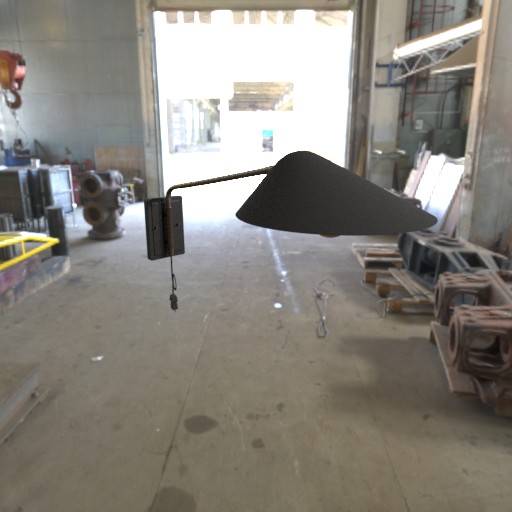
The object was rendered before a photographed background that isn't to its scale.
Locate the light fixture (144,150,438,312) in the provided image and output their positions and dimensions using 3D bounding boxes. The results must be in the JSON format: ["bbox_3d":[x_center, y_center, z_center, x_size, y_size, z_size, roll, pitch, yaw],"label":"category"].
[{"bbox_3d":[0.000,0.000,0.663,0.240,0.312,0.516,-14,21,-41],"label":"light fixture"}]
